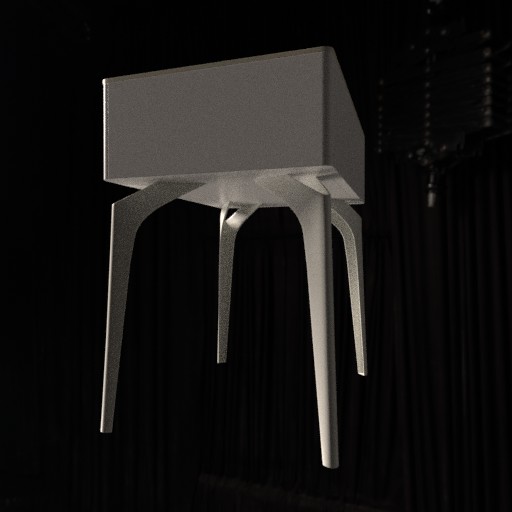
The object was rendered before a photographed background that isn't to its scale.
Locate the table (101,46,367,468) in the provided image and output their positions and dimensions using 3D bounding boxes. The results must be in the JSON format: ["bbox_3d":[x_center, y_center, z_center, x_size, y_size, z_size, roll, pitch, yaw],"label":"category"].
[{"bbox_3d":[0.000,0.000,0.894,0.400,0.570,0.500,0,1,19],"label":"table"}]
